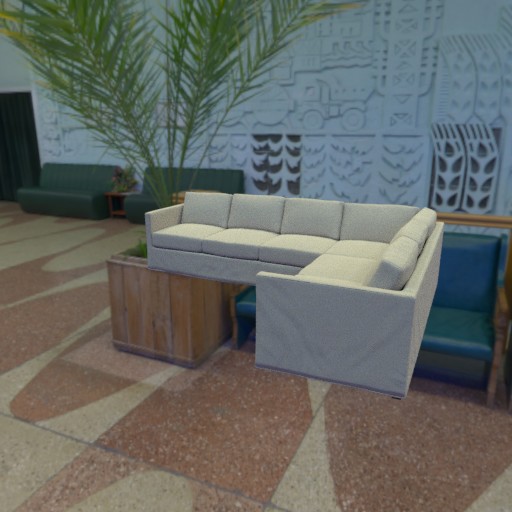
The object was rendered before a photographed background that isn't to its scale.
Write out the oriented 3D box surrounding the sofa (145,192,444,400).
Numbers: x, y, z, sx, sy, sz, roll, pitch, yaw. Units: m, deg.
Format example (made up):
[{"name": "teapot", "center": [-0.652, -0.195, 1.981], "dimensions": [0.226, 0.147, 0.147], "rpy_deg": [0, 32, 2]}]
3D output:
[{"name": "sofa", "center": [0.000, 0.000, 4.274], "dimensions": [3.182, 0.871, 2.432], "rpy_deg": [7, 17, 25]}]
